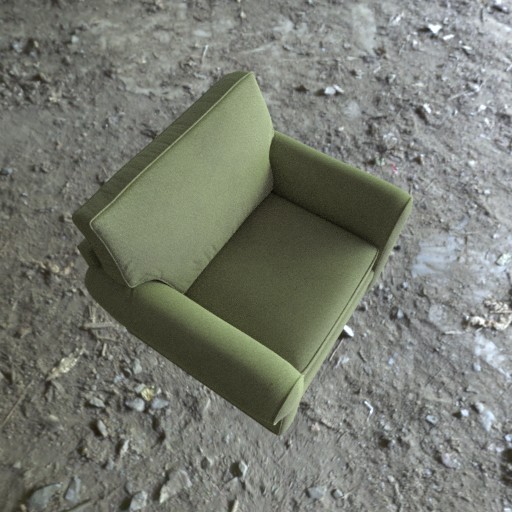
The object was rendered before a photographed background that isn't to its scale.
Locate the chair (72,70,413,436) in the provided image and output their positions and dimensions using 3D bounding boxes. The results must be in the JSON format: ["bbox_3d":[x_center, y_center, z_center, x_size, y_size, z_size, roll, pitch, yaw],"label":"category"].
[{"bbox_3d":[0.000,0.000,1.915,0.939,1.044,1.147,30,63,17],"label":"chair"}]
